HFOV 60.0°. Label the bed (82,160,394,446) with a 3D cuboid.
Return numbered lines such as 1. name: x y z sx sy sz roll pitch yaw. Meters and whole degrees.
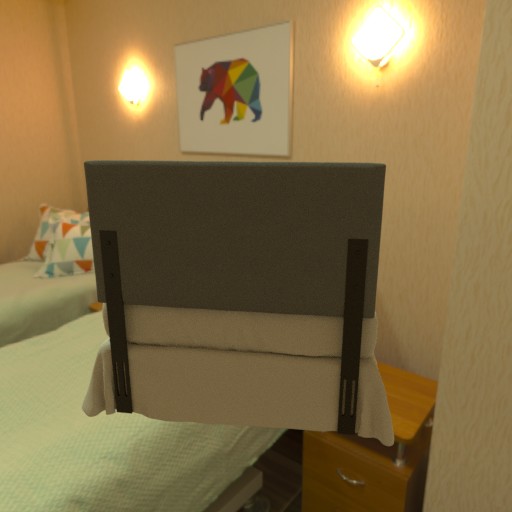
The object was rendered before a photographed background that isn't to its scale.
1. bed: 0.000 0.000 3.494 1.936 1.577 2.222 2 16 8
